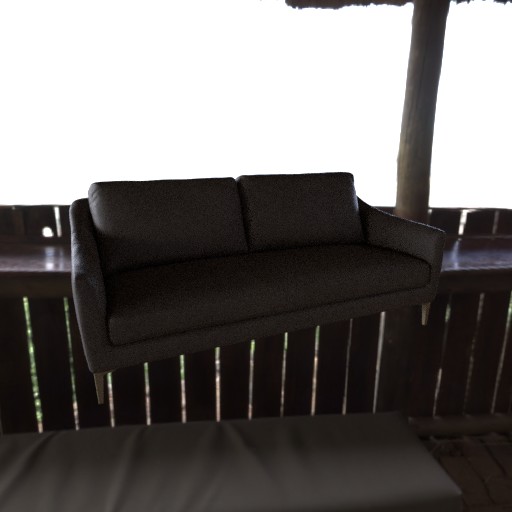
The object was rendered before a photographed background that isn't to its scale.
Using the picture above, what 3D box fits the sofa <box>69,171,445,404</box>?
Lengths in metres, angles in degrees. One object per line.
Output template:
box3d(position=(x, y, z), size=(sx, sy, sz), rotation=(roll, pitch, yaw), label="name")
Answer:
box3d(position=(0.000, 0.000, 2.589), size=(2.036, 0.902, 0.960), rotation=(-7, 16, -25), label="sofa")
